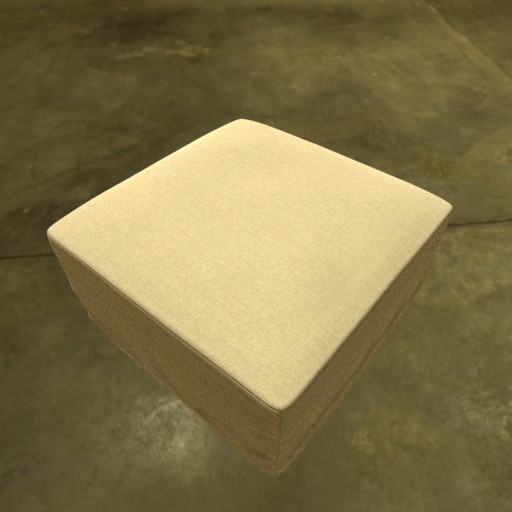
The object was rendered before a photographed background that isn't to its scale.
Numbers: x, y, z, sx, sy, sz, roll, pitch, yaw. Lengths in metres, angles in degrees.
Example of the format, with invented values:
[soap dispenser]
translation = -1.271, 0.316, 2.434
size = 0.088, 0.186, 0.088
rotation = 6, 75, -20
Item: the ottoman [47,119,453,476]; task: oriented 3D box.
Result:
[ottoman]
translation = 0.000, 0.000, 1.352
size = 0.840, 0.436, 0.843
rotation = 31, 53, 27
